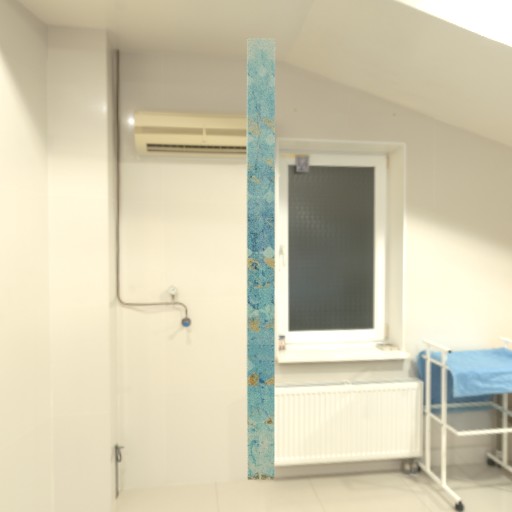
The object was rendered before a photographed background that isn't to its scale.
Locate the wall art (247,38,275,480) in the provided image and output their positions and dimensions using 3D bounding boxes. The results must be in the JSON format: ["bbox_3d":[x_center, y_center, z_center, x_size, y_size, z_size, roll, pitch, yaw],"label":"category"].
[{"bbox_3d":[0.000,0.000,0.915,0.040,0.609,0.609,0,2,-1],"label":"wall art"}]
